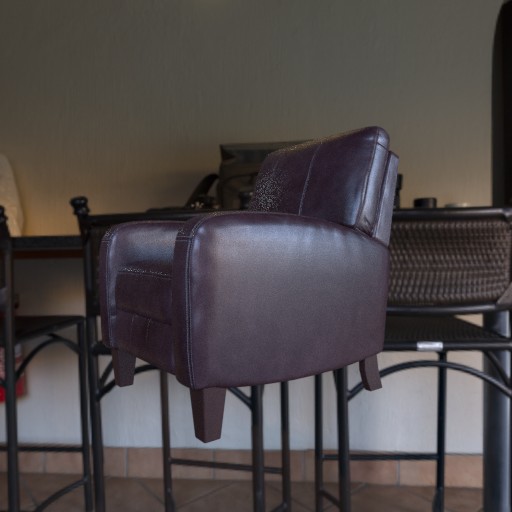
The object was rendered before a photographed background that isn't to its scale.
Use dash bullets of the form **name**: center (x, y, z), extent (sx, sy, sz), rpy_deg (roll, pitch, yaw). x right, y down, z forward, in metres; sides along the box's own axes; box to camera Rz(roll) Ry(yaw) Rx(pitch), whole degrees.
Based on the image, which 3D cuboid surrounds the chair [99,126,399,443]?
- **chair**: center (0.000, 0.000, 1.699), extent (0.990, 0.990, 0.762), rpy_deg (-1, 1, -38)
